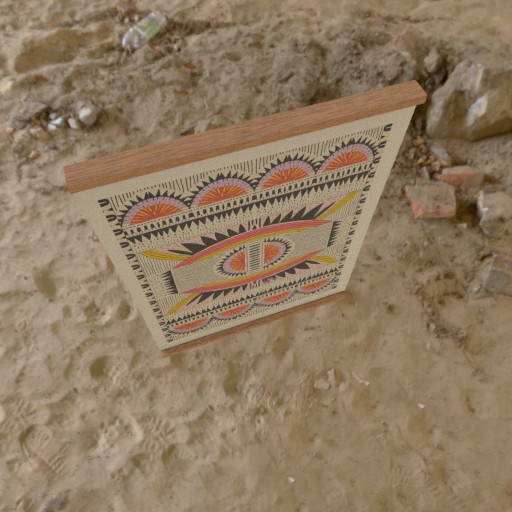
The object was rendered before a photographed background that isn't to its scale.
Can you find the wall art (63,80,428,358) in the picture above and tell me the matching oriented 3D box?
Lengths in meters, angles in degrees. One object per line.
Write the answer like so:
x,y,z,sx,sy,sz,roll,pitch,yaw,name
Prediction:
0.000,0.000,0.697,0.403,0.527,0.028,-17,61,-10,wall art
